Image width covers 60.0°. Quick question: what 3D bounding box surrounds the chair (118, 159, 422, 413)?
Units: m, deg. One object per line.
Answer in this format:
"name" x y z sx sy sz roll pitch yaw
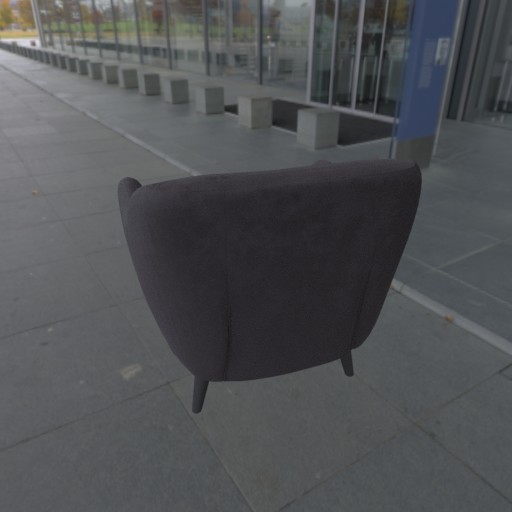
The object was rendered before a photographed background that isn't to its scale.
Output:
"chair" 0.000 0.000 1.510 0.840 0.807 0.819 -8 28 -16
